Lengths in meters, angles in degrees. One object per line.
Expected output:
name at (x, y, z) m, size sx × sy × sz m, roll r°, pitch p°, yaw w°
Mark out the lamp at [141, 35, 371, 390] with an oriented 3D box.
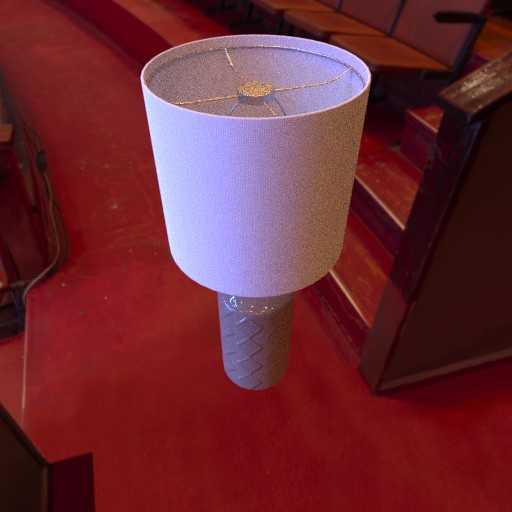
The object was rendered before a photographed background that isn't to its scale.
lamp at (0.000, 0.000, 0.559) m, size 0.207 × 0.461 × 0.207 m, roll -13°, pitch 44°, yaw -14°
